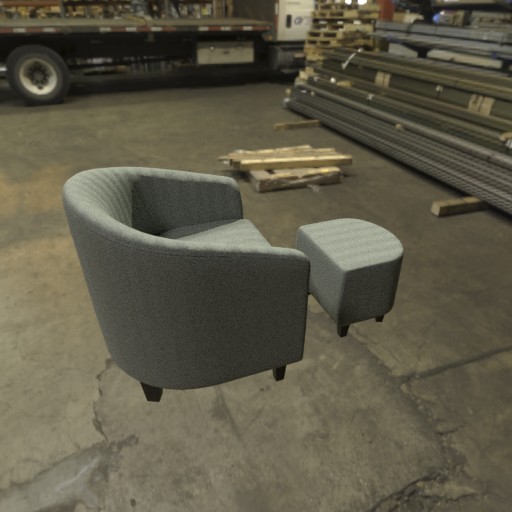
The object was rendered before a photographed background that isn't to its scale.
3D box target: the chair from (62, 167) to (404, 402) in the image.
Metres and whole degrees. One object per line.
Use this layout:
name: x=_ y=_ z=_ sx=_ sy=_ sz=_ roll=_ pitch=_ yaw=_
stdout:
chair: x=0.000 y=0.000 z=1.749 sx=1.288 sy=0.757 sz=0.756 roll=-11 pitch=33 yaw=-18
